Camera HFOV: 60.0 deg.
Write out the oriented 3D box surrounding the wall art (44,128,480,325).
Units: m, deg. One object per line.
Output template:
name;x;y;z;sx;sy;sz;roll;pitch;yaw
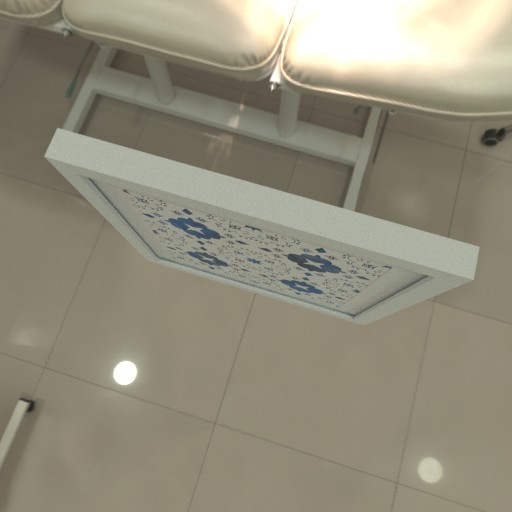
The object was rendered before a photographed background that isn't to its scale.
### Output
wall art;0.000;0.000;0.525;0.355;0.355;0.027;16;76;4
